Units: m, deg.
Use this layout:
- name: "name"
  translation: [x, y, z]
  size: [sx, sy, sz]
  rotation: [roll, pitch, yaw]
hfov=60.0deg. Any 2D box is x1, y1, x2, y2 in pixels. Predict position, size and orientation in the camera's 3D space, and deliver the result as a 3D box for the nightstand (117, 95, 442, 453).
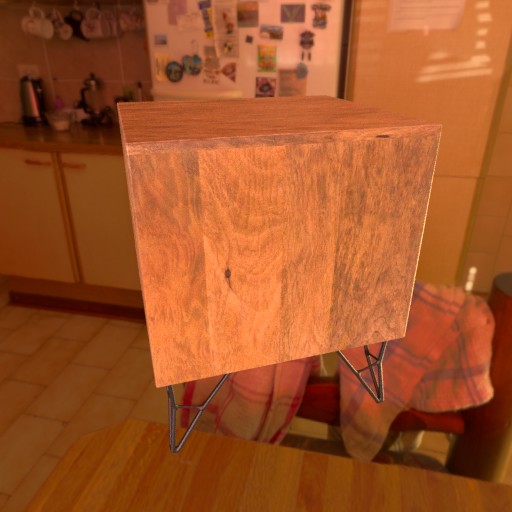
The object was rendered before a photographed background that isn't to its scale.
- name: "nightstand"
  translation: [0.000, 0.000, 0.894]
  size: [0.457, 0.559, 0.406]
  rotation: [-8, 27, -15]
